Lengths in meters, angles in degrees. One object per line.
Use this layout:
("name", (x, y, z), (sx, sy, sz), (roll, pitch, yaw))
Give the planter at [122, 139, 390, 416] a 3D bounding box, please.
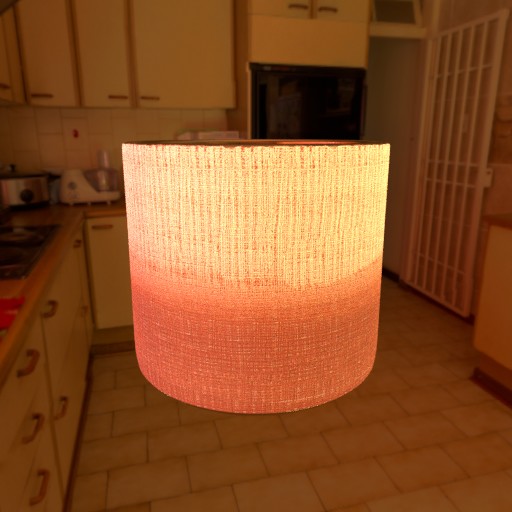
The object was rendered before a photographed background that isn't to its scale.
("planter", (0.000, 0.000, 0.399), (0.221, 0.201, 0.221), (0, 16, 0))
